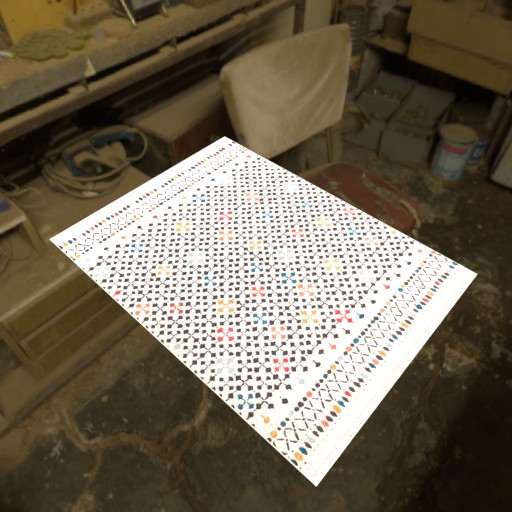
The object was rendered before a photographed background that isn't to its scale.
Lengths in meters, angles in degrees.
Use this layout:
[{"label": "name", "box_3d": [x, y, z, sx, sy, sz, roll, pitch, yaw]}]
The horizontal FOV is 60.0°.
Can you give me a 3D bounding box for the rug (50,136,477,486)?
[{"label": "rug", "box_3d": [0.000, 0.000, 4.093, 3.196, 0.007, 2.354, 34, 57, 27]}]
